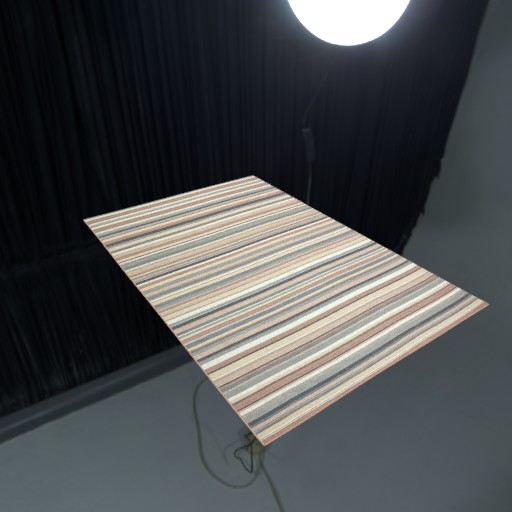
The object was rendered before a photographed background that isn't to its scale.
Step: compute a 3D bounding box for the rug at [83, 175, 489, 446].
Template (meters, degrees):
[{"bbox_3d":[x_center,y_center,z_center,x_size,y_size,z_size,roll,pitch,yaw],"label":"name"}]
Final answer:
[{"bbox_3d":[0.000,0.000,2.284,1.219,0.008,1.829,-20,37,-29],"label":"rug"}]
